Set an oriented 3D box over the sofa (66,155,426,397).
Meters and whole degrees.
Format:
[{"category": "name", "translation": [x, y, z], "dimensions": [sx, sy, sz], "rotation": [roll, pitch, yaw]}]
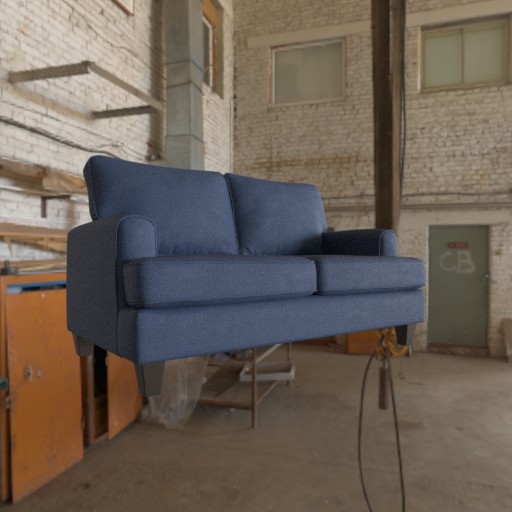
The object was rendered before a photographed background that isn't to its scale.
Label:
[{"category": "sofa", "translation": [0.000, 0.000, 2.278], "dimensions": [1.651, 0.965, 0.965], "rotation": [0, 0, -36]}]
